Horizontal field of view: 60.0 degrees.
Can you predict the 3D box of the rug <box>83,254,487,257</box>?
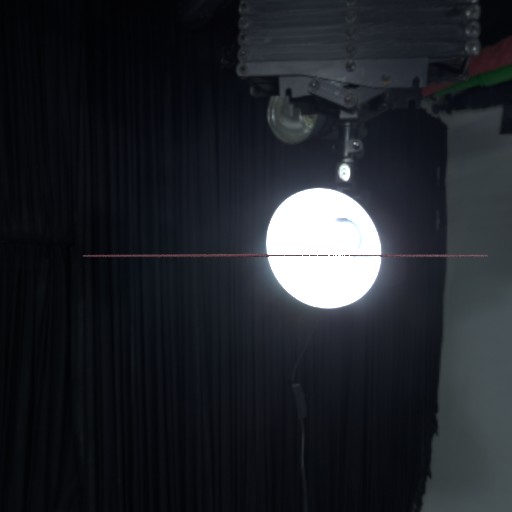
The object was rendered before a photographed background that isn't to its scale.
[{"bbox_3d":[0.000,0.000,2.905,1.599,0.011,2.210,0,0,-36],"label":"rug"}]
